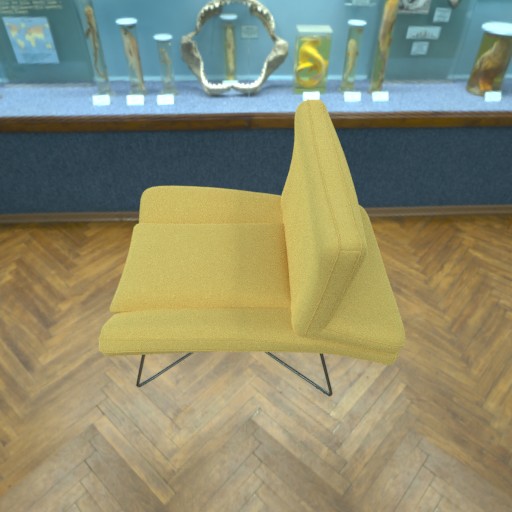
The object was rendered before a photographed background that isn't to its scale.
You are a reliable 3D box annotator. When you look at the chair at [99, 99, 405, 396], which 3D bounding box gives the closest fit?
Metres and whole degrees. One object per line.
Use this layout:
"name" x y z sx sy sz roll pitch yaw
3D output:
"chair" 0.000 0.000 1.659 1.008 0.855 0.859 0 43 0
